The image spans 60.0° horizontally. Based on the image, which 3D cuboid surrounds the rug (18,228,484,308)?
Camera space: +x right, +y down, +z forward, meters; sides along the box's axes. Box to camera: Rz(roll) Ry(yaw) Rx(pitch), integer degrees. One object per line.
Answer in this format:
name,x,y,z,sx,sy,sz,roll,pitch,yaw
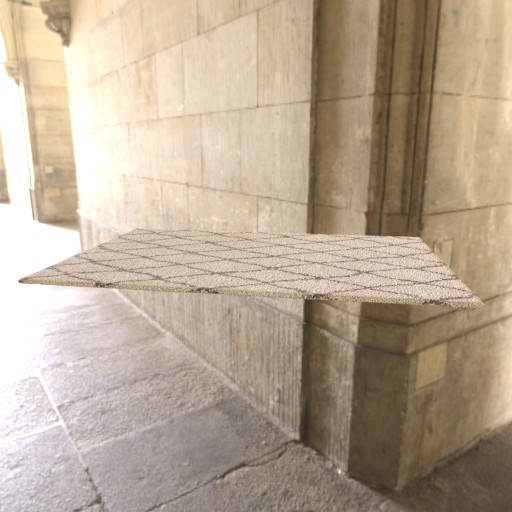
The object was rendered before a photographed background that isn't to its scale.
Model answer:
rug,0.000,0.000,3.403,2.743,0.030,1.778,2,14,9
